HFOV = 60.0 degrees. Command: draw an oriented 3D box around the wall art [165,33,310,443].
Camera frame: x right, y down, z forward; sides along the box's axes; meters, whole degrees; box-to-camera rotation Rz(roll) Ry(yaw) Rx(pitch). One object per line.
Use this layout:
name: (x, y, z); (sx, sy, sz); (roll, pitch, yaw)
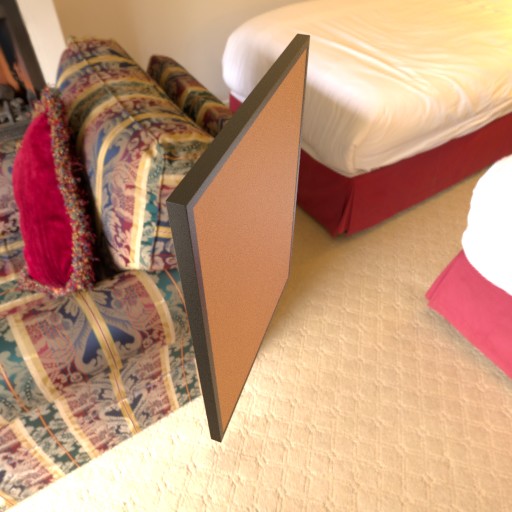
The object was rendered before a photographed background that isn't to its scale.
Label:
wall art: (0.000, 0.000, 1.404); (0.039, 1.061, 0.804); (15, 48, 14)
